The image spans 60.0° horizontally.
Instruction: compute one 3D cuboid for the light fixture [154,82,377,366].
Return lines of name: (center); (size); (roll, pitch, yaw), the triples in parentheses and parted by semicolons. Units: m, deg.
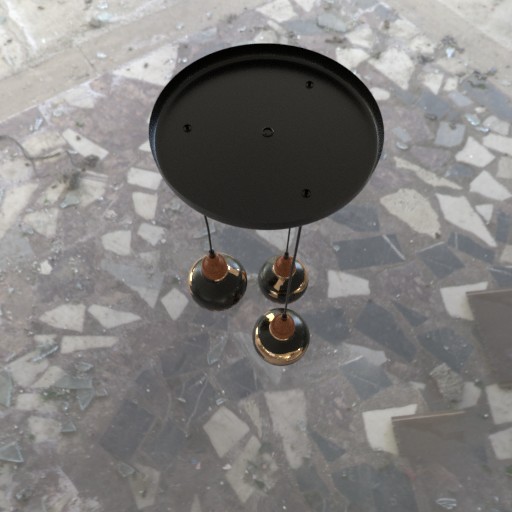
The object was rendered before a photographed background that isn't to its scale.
light fixture: (0.000, 0.000, 1.683); (0.605, 1.410, 0.608); (0, 63, 0)
